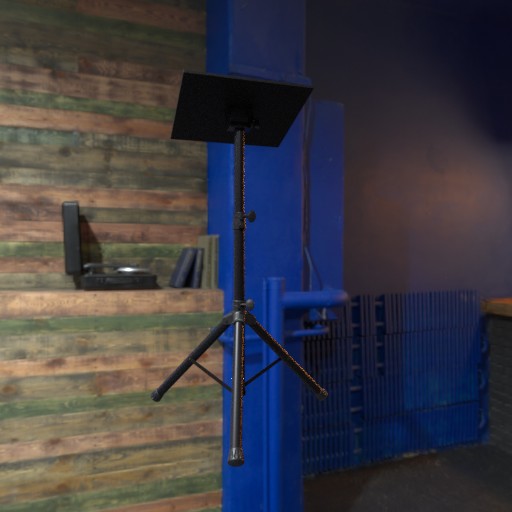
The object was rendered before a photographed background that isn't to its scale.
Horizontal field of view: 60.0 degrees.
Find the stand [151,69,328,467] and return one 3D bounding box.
[{"bbox_3d":[0.000,0.000,1.615,0.702,1.198,0.702,0,0,-18],"label":"stand"}]
